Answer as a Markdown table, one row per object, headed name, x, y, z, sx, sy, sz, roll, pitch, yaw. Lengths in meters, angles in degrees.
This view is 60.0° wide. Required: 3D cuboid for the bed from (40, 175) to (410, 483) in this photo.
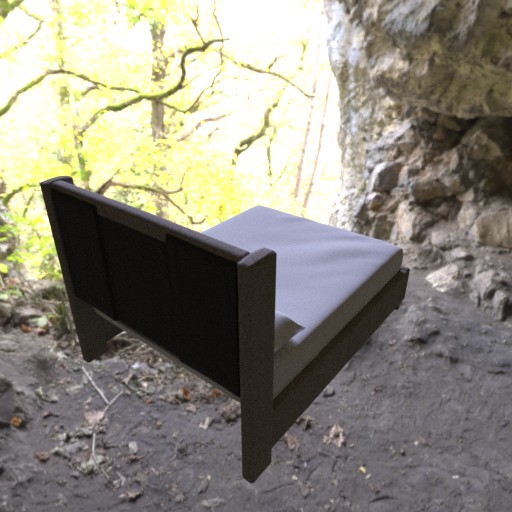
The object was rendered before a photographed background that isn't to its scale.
| name | x | y | z | sx | sy | sz | roll | pitch | yaw |
| --- | --- | --- | --- | --- | --- | --- | --- | --- | --- |
| bed | 0.000 | 0.000 | 3.436 | 1.714 | 1.476 | 2.245 | 21 | 35 | 33 |
